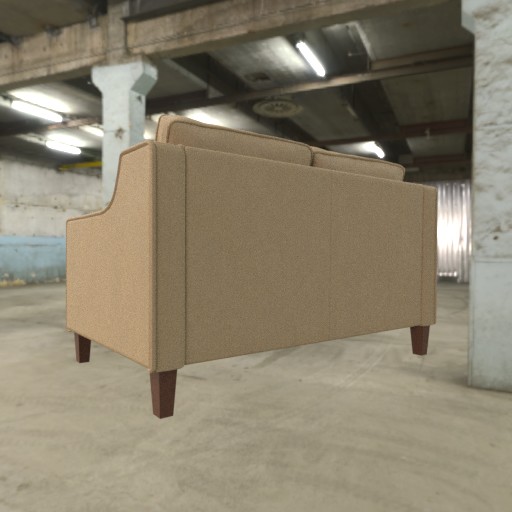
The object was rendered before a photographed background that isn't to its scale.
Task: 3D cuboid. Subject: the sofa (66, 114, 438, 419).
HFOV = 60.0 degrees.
[{"bbox_3d":[0.000,0.000,2.120,1.501,0.971,0.987,0,0,-37],"label":"sofa"}]
